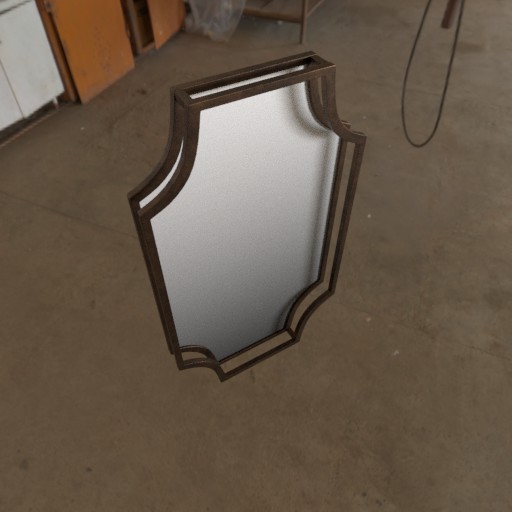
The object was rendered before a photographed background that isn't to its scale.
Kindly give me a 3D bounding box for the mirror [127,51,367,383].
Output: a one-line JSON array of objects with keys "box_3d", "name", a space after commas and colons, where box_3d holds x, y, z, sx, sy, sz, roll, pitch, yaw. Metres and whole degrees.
[{"box_3d": [0.000, 0.000, 0.976, 0.462, 0.811, 0.066, -23, 51, -20], "name": "mirror"}]
